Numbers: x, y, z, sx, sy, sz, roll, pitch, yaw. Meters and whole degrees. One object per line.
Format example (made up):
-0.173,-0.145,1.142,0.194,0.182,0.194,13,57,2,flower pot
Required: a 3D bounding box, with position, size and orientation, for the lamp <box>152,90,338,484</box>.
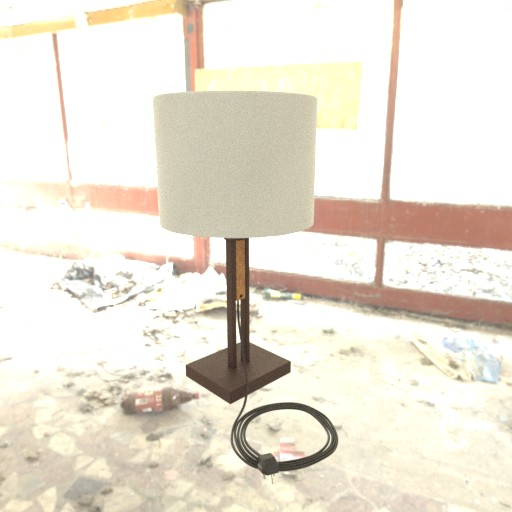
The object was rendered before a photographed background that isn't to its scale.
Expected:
0.000,0.000,0.978,0.396,0.668,0.525,-14,20,-42,lamp
